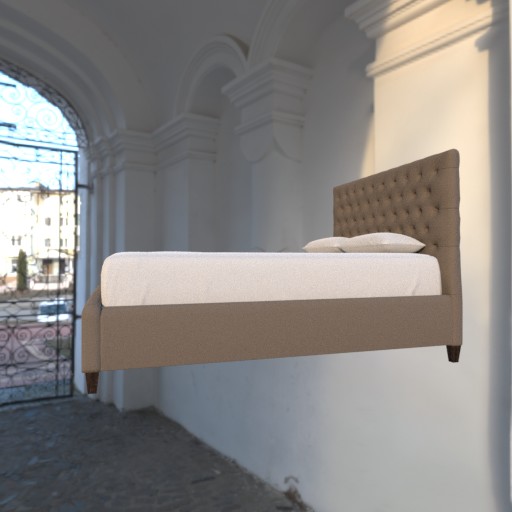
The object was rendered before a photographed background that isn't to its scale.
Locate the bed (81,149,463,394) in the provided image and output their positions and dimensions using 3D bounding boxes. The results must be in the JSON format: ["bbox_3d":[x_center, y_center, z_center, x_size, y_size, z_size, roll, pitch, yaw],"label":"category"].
[{"bbox_3d":[0.000,0.000,3.399,2.387,1.427,1.698,0,0,-17],"label":"bed"}]
